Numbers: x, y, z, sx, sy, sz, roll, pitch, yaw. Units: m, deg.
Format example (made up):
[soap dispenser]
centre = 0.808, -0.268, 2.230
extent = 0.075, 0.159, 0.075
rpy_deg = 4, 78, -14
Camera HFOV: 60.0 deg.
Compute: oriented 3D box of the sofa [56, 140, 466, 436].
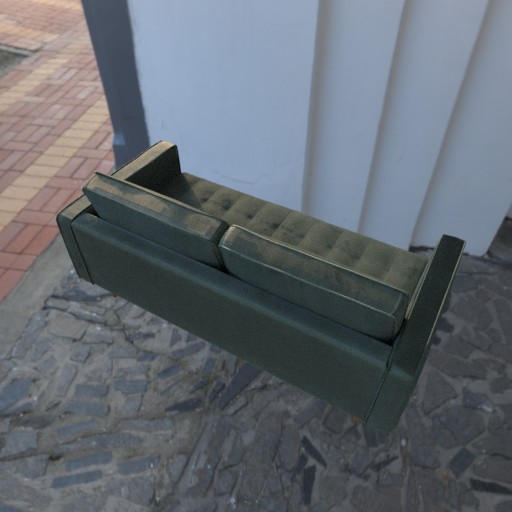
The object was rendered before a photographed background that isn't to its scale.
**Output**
[sofa]
centre = 0.000, 0.000, 2.255
extent = 1.816, 0.781, 0.886
rpy_deg = 22, 49, 21
